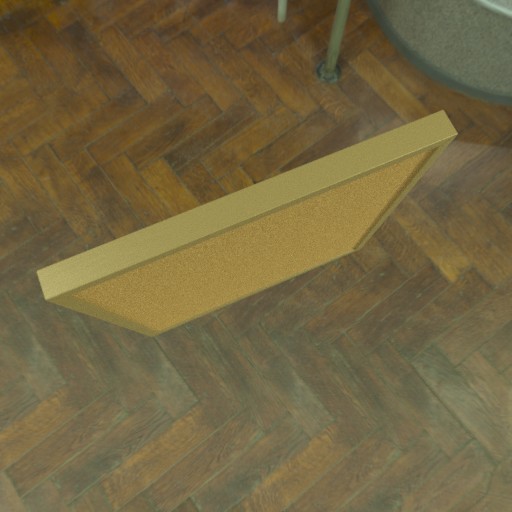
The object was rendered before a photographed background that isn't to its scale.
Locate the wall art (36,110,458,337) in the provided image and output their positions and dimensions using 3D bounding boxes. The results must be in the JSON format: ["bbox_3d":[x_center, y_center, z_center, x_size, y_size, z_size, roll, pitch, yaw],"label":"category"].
[{"bbox_3d":[0.000,0.000,0.752,0.509,0.509,0.036,-22,76,-6],"label":"wall art"}]
